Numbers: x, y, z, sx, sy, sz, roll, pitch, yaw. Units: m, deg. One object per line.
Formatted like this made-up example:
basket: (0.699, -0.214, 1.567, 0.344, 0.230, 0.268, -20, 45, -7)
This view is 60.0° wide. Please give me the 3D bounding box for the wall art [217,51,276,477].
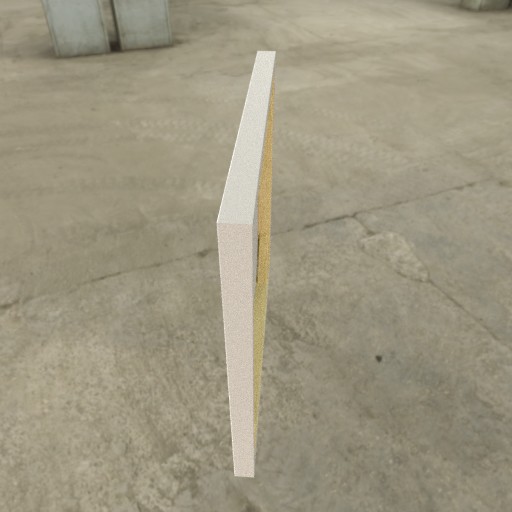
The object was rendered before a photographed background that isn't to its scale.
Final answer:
wall art: (0.000, 0.000, 0.895, 0.038, 0.610, 0.610, 3, 41, 3)
